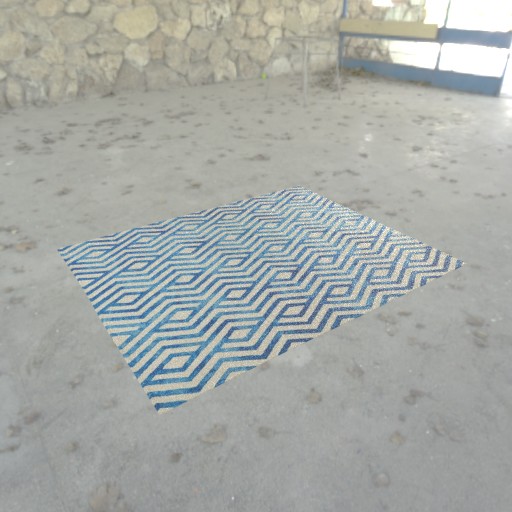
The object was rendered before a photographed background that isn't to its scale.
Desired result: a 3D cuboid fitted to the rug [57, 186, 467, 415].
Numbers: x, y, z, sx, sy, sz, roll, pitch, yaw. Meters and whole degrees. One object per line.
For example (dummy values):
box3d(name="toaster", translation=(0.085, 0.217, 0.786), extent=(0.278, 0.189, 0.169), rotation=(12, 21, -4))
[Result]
box3d(name="rug", translation=(0.000, 0.000, 4.224), extent=(3.059, 0.008, 2.453), rotation=(-19, 35, -30))
